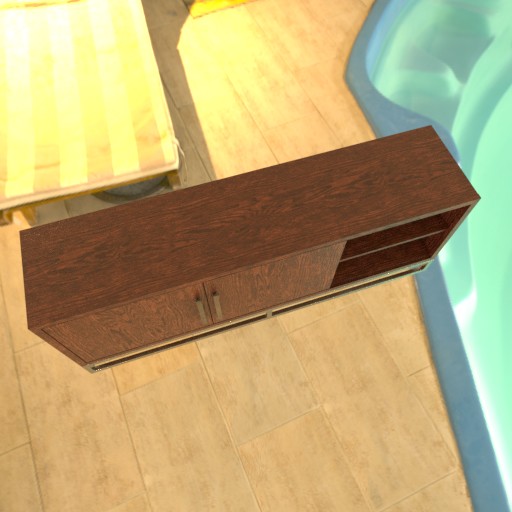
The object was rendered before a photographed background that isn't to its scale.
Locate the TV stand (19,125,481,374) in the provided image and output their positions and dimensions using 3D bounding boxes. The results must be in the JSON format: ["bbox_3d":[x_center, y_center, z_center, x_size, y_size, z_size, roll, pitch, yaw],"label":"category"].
[{"bbox_3d":[0.000,0.000,1.763,1.541,0.578,0.382,-16,63,-8],"label":"TV stand"}]
